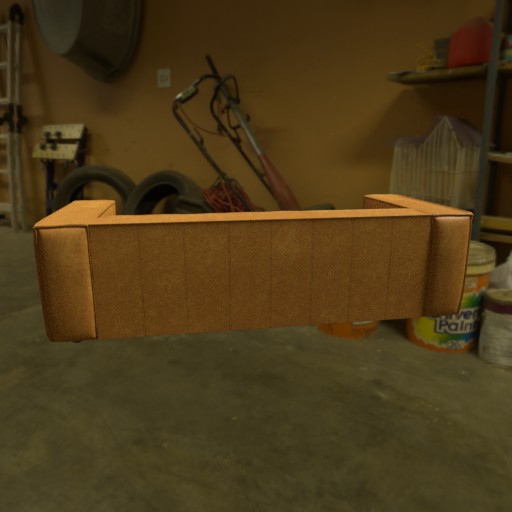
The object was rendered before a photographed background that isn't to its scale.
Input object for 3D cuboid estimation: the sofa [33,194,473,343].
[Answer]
[{"bbox_3d":[0.000,0.000,3.064,2.581,0.701,1.102,-2,15,-9],"label":"sofa"}]
